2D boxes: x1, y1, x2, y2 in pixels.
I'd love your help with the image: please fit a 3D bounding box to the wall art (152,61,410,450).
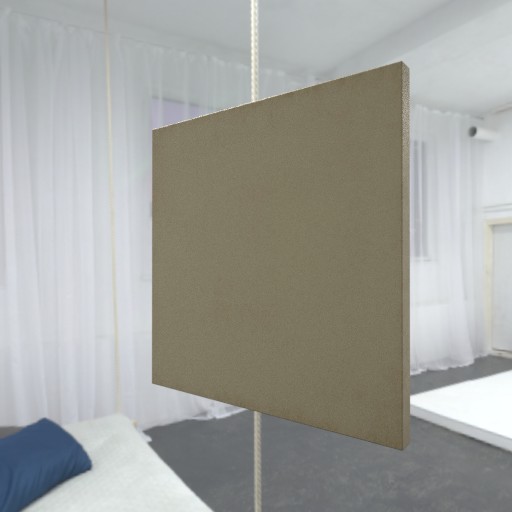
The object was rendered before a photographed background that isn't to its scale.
[{"bbox_3d":[0.000,0.000,0.740,0.503,0.506,0.030,0,0,38],"label":"wall art"}]
